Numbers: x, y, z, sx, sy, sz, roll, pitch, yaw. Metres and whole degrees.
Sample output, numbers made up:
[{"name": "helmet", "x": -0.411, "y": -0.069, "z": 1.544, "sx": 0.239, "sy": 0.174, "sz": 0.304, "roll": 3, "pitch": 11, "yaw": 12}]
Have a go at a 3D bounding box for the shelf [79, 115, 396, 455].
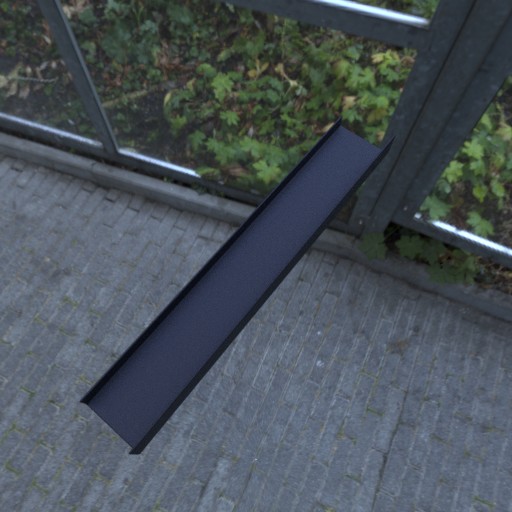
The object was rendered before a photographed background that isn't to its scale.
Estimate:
[{"name": "shelf", "x": 0.000, "y": 0.000, "z": 0.655, "sx": 0.102, "sy": 0.053, "sz": 0.605, "roll": 36, "pitch": 70, "yaw": 15}]
